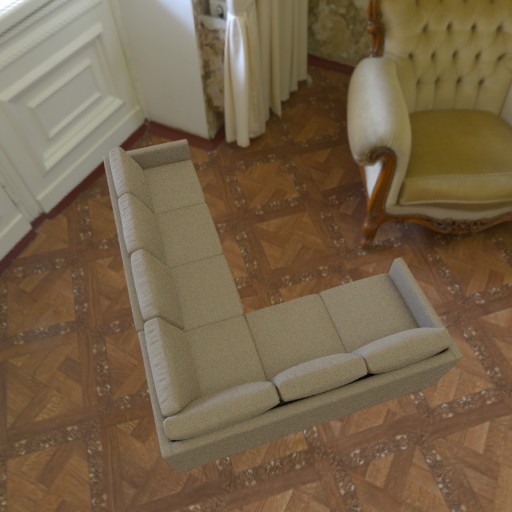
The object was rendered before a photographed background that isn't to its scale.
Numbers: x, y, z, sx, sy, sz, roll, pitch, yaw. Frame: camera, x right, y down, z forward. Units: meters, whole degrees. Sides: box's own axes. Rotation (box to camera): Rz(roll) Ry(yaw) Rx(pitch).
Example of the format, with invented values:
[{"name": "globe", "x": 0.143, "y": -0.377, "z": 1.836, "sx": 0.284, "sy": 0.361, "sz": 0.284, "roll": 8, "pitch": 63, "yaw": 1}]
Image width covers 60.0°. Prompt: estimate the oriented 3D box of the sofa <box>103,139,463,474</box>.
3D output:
[{"name": "sofa", "x": 0.000, "y": 0.000, "z": 4.329, "sx": 2.432, "sy": 0.871, "sz": 3.182, "roll": -15, "pitch": 57, "yaw": -10}]
